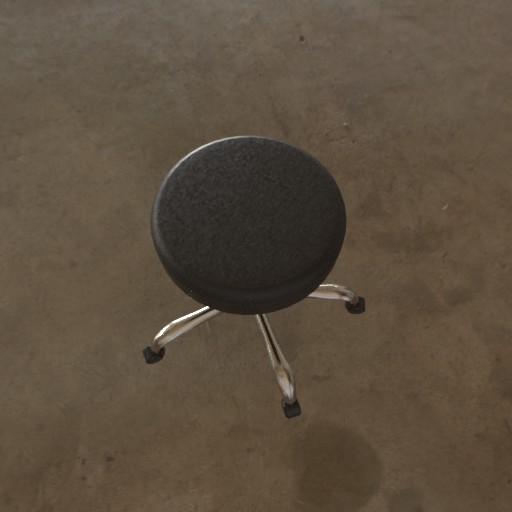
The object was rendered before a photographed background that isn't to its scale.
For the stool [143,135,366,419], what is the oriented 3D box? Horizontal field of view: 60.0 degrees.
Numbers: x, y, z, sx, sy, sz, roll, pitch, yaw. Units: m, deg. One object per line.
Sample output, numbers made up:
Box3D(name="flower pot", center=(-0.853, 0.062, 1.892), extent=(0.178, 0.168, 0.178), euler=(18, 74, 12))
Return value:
Box3D(name="stool", center=(0.000, 0.000, 1.164), extent=(0.673, 0.576, 0.638), euler=(19, 64, 9))
